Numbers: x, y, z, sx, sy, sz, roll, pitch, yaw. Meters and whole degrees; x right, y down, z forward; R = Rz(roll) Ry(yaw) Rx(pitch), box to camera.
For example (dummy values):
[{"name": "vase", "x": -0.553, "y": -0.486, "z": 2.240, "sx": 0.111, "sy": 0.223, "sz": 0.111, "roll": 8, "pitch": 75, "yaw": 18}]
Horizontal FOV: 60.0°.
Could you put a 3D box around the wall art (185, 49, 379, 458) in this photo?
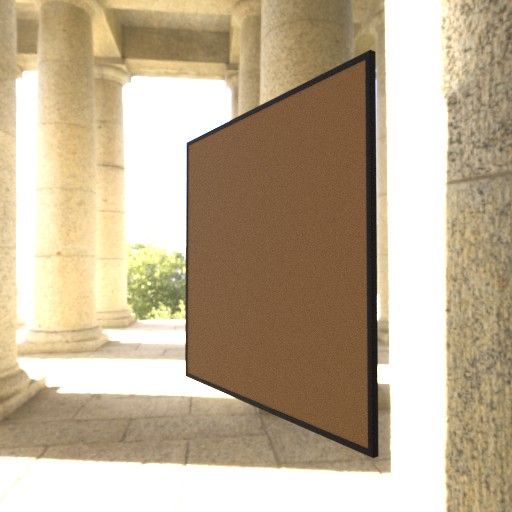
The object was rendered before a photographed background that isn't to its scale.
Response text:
[{"name": "wall art", "x": 0.000, "y": 0.000, "z": 0.992, "sx": 0.015, "sy": 0.663, "sz": 0.664, "roll": 1, "pitch": -2, "yaw": -36}]
